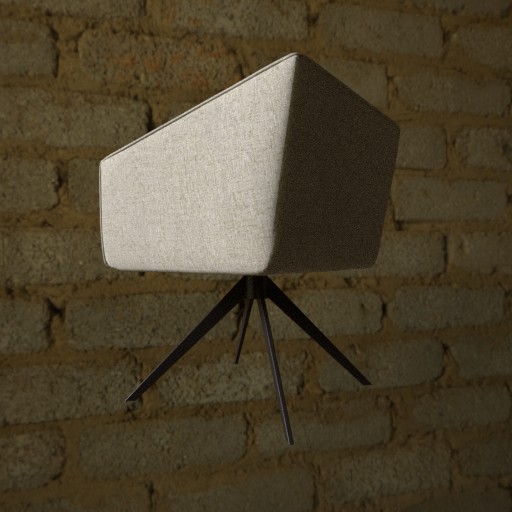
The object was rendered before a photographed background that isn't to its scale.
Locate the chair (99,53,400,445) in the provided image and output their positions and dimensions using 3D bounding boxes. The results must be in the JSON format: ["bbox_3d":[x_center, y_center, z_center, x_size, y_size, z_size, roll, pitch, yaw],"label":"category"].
[{"bbox_3d":[0.000,0.000,1.238,0.623,0.760,0.628,0,0,35],"label":"chair"}]
